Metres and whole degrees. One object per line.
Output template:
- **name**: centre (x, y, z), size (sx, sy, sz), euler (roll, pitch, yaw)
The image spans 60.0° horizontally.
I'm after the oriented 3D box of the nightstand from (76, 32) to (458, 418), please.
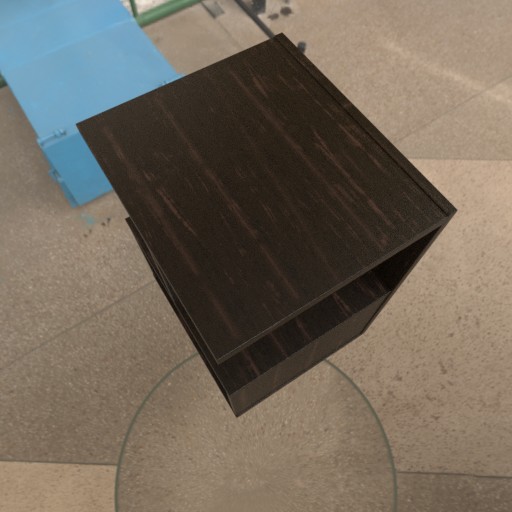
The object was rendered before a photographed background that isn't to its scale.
- **nightstand**: centre (0.000, 0.000, 0.847), size (0.356, 0.559, 0.400), euler (-30, 67, -14)
